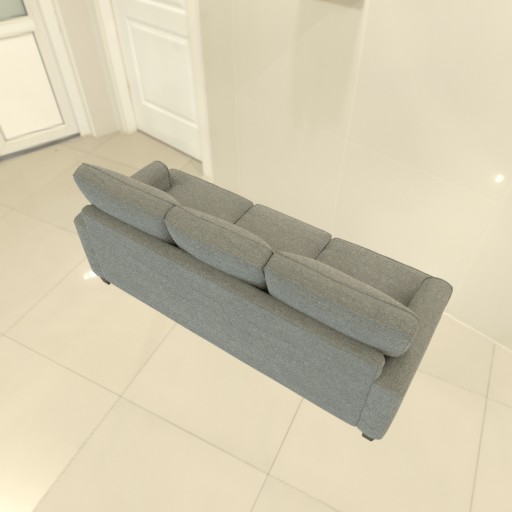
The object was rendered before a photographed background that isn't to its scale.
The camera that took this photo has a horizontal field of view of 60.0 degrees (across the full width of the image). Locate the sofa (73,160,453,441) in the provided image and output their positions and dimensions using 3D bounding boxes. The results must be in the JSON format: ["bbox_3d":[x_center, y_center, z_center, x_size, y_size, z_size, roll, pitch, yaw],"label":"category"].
[{"bbox_3d":[0.000,0.000,2.677,2.158,0.965,0.951,25,51,23],"label":"sofa"}]
